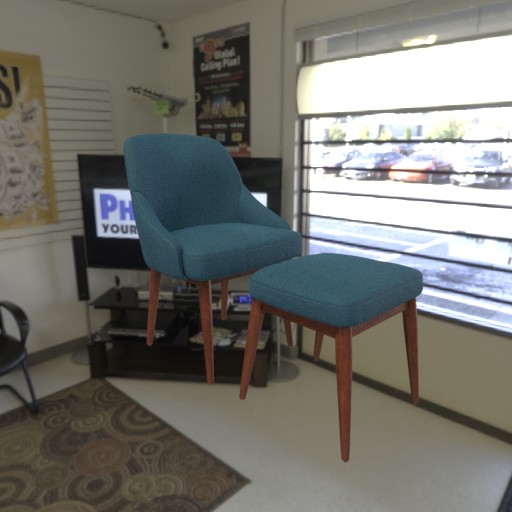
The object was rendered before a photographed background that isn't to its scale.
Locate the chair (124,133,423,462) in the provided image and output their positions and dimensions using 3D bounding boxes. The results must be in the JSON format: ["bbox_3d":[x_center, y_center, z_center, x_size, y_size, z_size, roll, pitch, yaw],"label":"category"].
[{"bbox_3d":[0.000,0.000,1.594,0.584,0.866,1.114,-13,19,-42],"label":"chair"}]
